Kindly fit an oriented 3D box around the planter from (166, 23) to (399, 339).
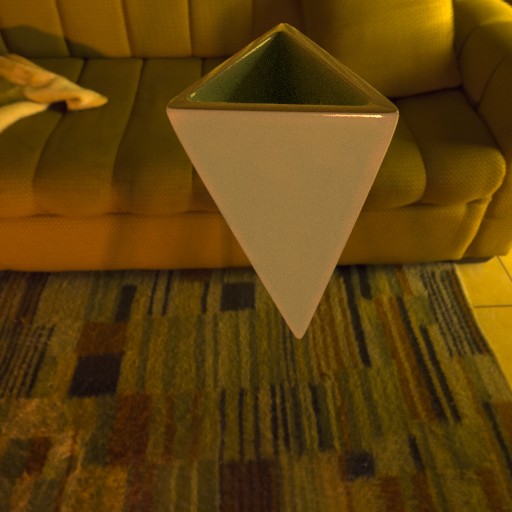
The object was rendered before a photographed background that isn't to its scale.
[{"bbox_3d":[0.000,0.000,0.214,0.064,0.178,0.080,-17,49,-16],"label":"planter"}]
